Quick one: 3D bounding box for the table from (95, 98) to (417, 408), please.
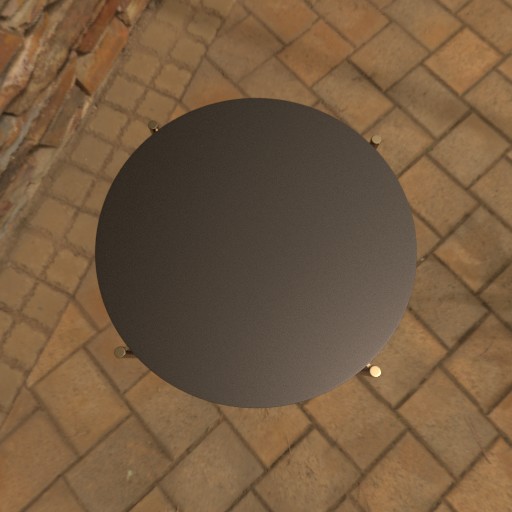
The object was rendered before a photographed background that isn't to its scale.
[{"bbox_3d":[0.000,0.000,1.489,0.938,0.400,0.938,19,76,5],"label":"table"}]
